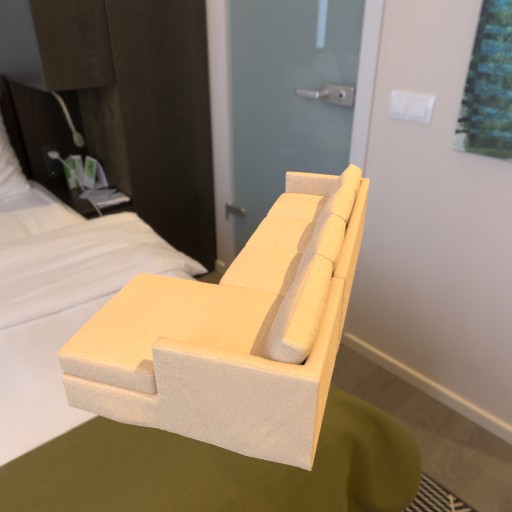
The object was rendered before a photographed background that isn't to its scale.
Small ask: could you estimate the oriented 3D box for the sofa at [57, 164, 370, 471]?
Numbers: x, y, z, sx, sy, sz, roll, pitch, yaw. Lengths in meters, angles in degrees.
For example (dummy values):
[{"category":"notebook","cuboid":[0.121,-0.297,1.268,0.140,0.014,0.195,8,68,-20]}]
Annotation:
[{"category":"sofa","cuboid":[0.000,0.000,3.800,1.622,0.871,3.206,8,30,15]}]
